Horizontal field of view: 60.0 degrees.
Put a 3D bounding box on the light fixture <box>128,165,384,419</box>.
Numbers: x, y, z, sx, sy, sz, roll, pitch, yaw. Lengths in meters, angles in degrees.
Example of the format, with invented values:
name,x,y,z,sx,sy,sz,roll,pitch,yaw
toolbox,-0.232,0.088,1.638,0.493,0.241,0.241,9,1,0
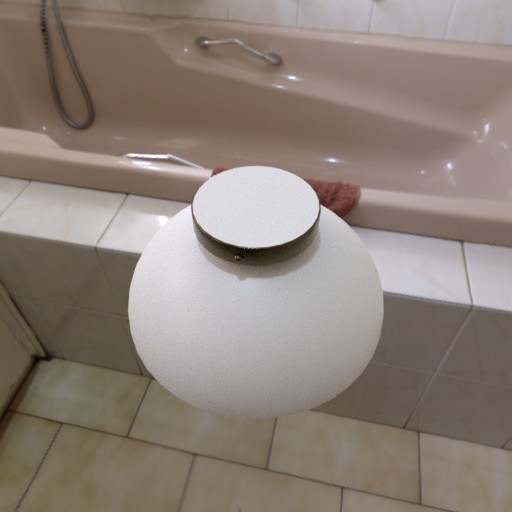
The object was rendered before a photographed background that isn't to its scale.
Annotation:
name,x,y,z,sx,sy,sz,roll,pitch,yaw
light fixture,0.000,0.000,0.572,0.355,0.177,0.355,0,46,0
